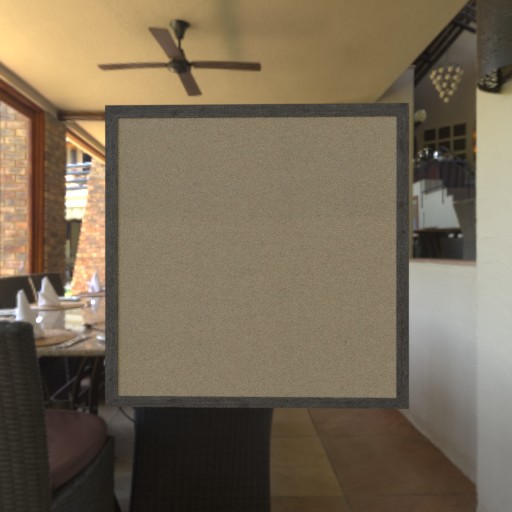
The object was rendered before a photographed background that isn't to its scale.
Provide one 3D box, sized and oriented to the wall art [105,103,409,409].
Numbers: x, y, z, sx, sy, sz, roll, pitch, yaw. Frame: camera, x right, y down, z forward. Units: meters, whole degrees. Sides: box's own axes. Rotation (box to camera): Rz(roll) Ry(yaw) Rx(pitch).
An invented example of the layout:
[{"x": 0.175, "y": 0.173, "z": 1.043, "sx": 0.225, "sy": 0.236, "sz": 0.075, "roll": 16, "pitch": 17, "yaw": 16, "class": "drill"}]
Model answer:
[{"x": 0.000, "y": 0.000, "z": 0.673, "sx": 0.457, "sy": 0.457, "sz": 0.013, "roll": 0, "pitch": 0, "yaw": 1, "class": "wall art"}]
